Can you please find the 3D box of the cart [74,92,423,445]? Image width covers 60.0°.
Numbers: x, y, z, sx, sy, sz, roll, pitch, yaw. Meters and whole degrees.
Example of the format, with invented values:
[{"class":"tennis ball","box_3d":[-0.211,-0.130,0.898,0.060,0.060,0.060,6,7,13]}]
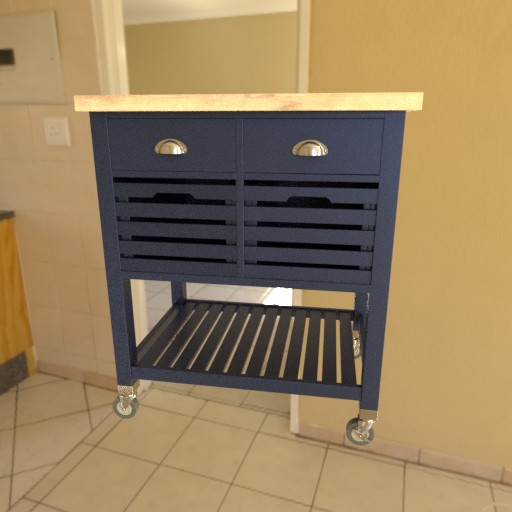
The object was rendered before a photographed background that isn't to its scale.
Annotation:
[{"class":"cart","box_3d":[0.000,0.000,1.382,0.797,0.920,0.567,3,17,9]}]
